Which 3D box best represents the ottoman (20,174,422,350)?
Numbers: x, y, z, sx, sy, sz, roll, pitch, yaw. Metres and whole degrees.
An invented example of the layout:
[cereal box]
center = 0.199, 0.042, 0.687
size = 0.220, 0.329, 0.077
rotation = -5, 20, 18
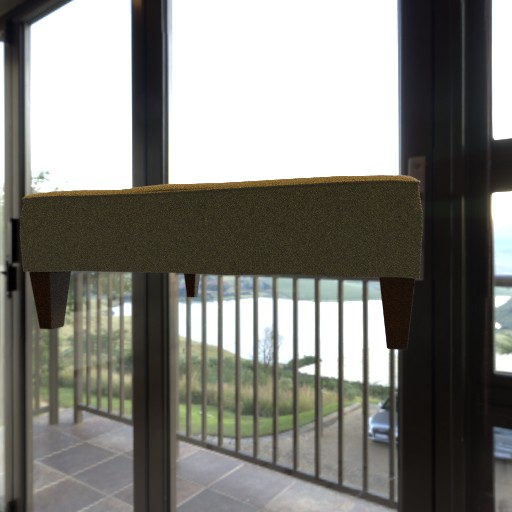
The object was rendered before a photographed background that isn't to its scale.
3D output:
[ottoman]
center = 0.000, 0.000, 1.467
size = 0.968, 0.379, 1.004
rotation = 0, 0, 16
